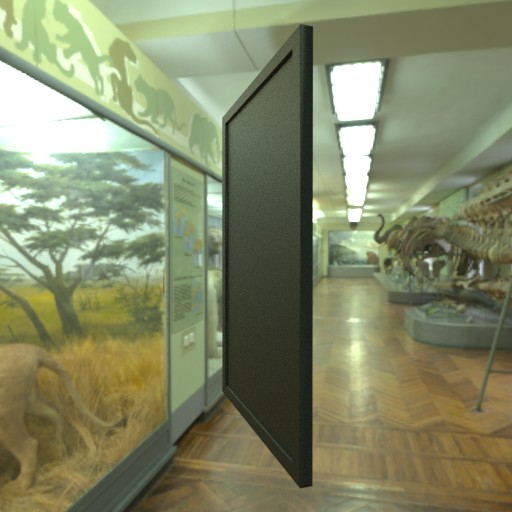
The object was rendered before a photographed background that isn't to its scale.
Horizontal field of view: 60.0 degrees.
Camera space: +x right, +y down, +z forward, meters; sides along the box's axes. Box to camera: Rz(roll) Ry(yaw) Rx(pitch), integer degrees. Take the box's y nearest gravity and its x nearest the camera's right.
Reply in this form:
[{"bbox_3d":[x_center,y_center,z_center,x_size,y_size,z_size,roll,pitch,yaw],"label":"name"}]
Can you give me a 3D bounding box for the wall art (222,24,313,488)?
[{"bbox_3d":[0.000,0.000,0.558,0.013,0.431,0.303,0,1,-18],"label":"wall art"}]
